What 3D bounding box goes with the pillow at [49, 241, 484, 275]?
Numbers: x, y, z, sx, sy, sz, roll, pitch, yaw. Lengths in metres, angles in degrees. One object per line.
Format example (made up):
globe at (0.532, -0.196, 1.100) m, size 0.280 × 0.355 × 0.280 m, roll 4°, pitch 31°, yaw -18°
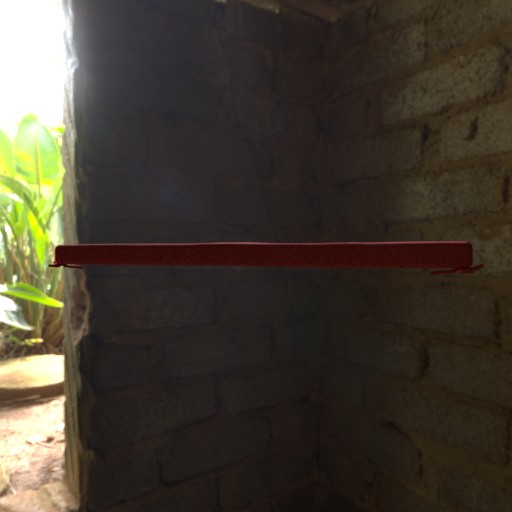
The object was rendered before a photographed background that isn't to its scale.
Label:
pillow at (0.000, 0.000, 1.340) m, size 1.187 × 0.081 × 0.492 m, roll 0°, pitch 1°, yaw 19°
